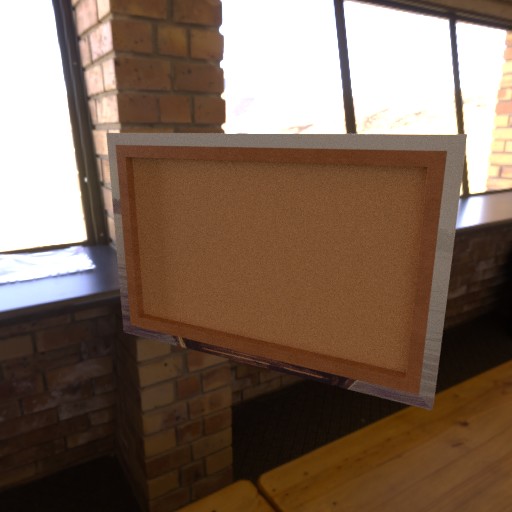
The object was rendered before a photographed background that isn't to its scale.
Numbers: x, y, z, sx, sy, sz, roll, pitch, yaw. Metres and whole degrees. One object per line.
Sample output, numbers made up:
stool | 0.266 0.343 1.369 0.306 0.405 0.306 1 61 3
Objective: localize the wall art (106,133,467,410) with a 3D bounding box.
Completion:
wall art | 0.000 0.000 1.139 0.916 0.609 0.037 8 18 25
